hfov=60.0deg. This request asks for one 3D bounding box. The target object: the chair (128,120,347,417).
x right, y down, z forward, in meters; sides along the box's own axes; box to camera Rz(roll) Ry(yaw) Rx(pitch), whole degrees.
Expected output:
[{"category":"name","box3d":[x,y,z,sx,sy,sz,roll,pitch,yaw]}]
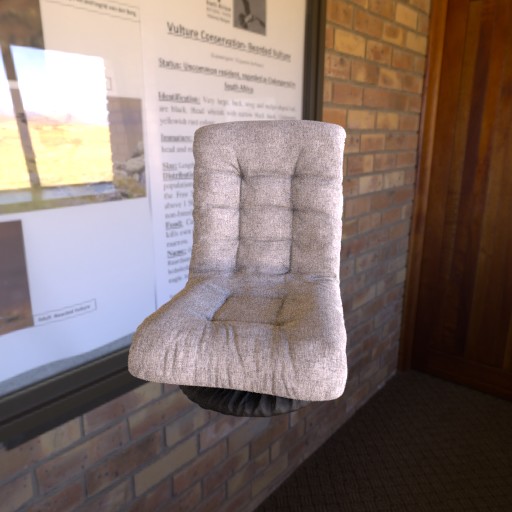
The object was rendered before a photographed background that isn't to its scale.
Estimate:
[{"category":"chair","box3d":[0.000,0.000,0.996,0.400,0.600,0.583,2,15,8]}]
